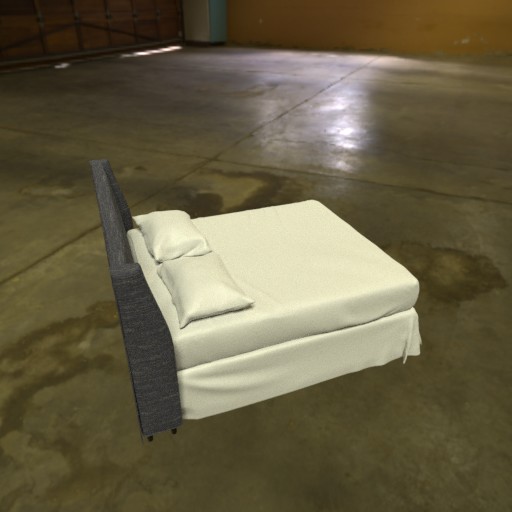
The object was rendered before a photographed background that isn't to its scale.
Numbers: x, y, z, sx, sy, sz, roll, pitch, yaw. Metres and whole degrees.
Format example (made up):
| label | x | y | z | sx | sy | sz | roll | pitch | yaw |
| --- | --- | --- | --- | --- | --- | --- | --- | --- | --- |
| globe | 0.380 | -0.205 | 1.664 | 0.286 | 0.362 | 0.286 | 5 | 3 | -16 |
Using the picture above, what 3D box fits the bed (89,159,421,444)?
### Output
| label | x | y | z | sx | sy | sz | roll | pitch | yaw |
| --- | --- | --- | --- | --- | --- | --- | --- | --- | --- |
| bed | 0.000 | 0.000 | 3.600 | 2.276 | 1.332 | 1.925 | -11 | 32 | -18 |
